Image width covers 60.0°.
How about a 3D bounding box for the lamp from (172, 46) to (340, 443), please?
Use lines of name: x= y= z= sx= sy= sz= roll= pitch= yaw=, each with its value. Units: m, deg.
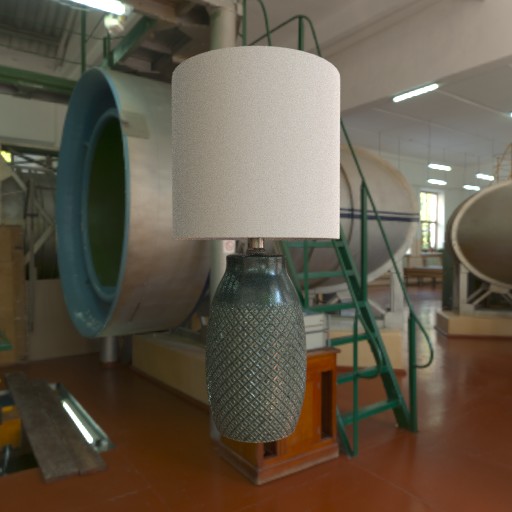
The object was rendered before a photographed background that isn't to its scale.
lamp: x=0.000 y=0.000 z=0.585 sx=0.217 sy=0.453 sz=0.217 roll=0 pitch=1 yaw=-1
